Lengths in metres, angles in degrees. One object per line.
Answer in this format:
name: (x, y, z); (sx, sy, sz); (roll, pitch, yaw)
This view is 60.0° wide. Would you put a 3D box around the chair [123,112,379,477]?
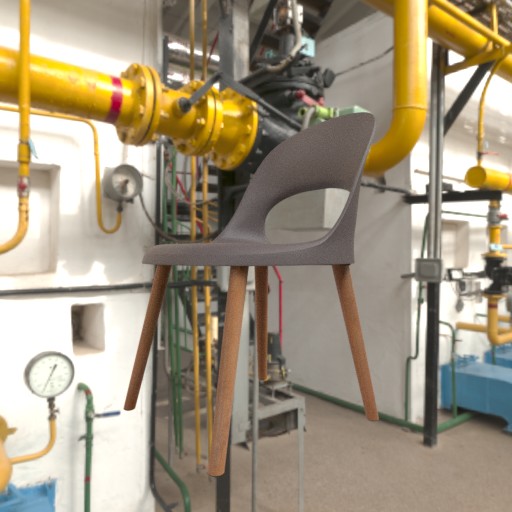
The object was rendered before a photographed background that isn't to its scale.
chair: (0.000, 0.000, 1.127); (0.556, 0.794, 0.470); (0, 1, -37)
